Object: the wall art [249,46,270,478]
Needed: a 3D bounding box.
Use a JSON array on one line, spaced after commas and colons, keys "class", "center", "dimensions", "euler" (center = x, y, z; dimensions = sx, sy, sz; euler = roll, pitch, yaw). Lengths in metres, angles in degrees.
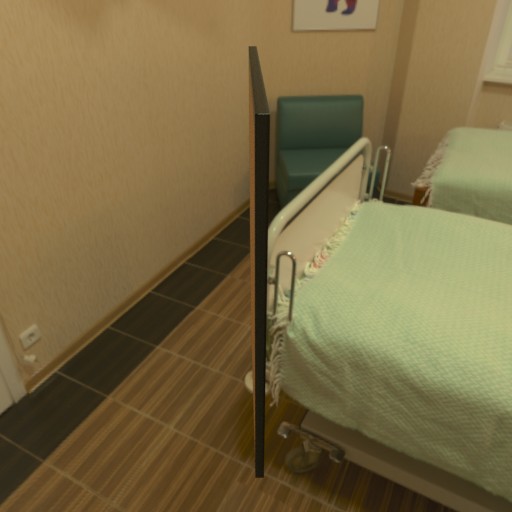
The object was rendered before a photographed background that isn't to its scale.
[{"class": "wall art", "center": [0.000, 0.000, 0.835], "dimensions": [0.016, 0.657, 0.480], "euler": [-1, 33, -1]}]
